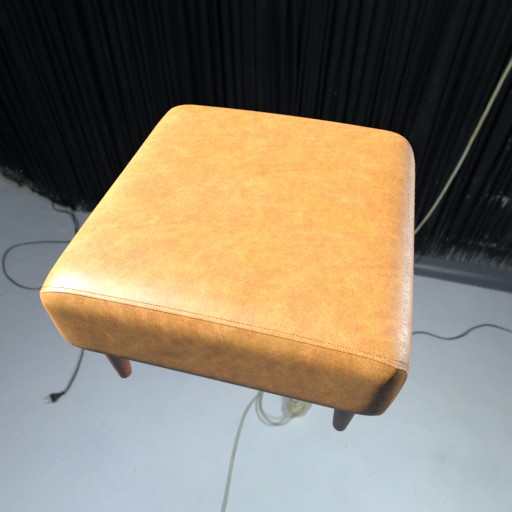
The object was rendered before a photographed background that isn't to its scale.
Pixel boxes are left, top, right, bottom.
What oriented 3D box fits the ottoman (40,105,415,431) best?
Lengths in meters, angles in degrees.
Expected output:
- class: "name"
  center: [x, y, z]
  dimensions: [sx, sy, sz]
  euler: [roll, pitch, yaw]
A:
- class: "ottoman"
  center: [0.000, 0.000, 1.027]
  dimensions: [0.650, 0.399, 0.650]
  euler: [11, 49, 9]
